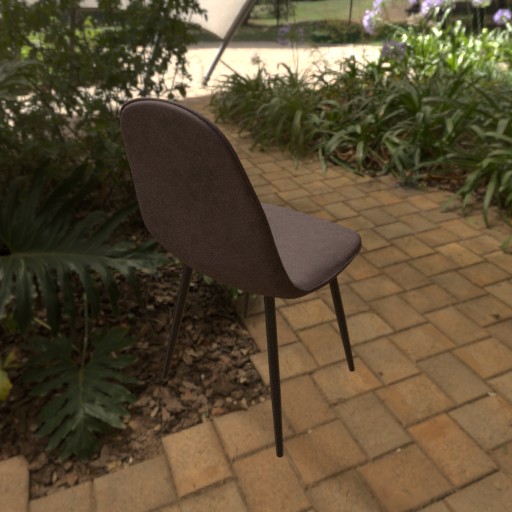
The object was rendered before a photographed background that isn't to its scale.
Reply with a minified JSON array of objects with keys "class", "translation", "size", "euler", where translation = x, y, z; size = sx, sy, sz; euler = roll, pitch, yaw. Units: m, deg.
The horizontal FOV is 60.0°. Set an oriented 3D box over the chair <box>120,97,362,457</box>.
[{"class":"chair","translation":[0.000,0.000,1.199],"size":[0.472,0.889,0.561],"euler":[21,36,33]}]
